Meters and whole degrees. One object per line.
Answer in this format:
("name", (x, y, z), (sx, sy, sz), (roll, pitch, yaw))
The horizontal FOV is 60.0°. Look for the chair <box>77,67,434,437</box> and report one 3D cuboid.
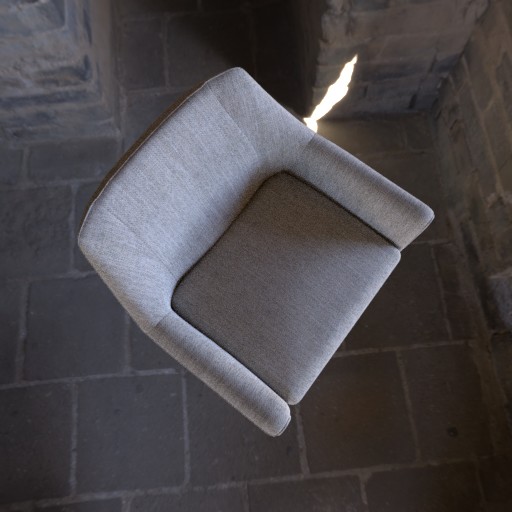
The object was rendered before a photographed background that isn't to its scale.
("chair", (0.000, 0.000, 1.439), (0.758, 0.761, 0.796), (37, 78, 9))
